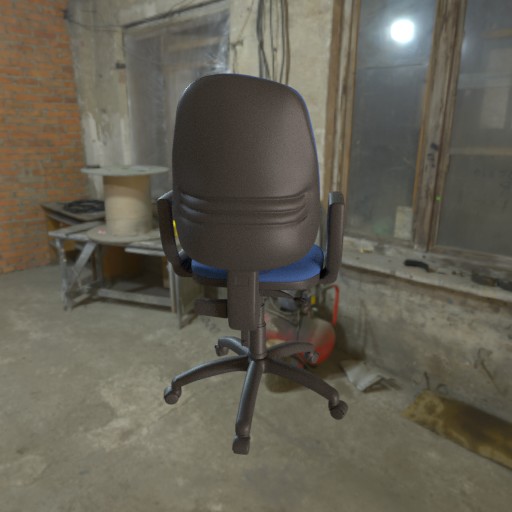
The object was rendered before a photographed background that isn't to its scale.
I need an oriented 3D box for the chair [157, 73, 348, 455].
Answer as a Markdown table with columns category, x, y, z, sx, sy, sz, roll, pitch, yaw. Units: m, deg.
| category | x | y | z | sx | sy | sz | roll | pitch | yaw |
| --- | --- | --- | --- | --- | --- | --- | --- | --- | --- |
| chair | 0.000 | 0.000 | 1.245 | 0.552 | 0.905 | 0.549 | 2 | 16 | 8 |
